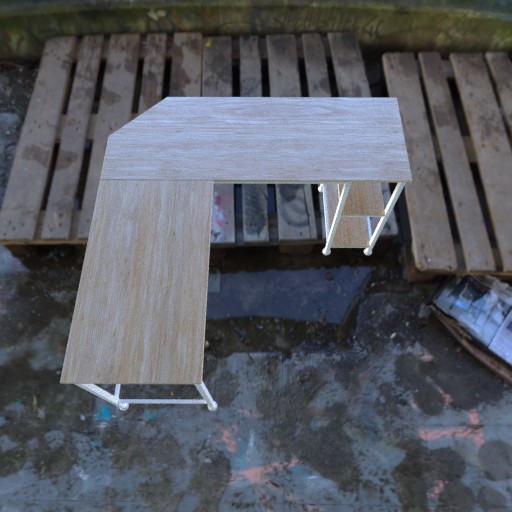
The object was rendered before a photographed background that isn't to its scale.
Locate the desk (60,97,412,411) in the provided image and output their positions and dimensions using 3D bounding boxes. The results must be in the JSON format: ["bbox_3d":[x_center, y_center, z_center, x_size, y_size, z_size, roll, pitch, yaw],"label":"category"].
[{"bbox_3d":[0.000,0.000,2.203,1.379,0.739,1.379,0,63,0],"label":"desk"}]
